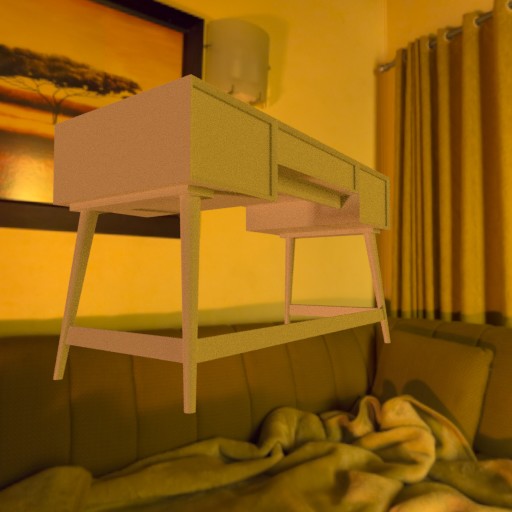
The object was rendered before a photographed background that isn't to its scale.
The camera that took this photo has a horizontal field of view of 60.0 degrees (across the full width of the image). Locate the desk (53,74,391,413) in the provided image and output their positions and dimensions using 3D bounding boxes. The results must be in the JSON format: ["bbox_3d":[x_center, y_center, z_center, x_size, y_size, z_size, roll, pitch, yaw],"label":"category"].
[{"bbox_3d":[0.000,0.000,1.693,0.589,0.762,1.313,-2,-3,36],"label":"desk"}]
